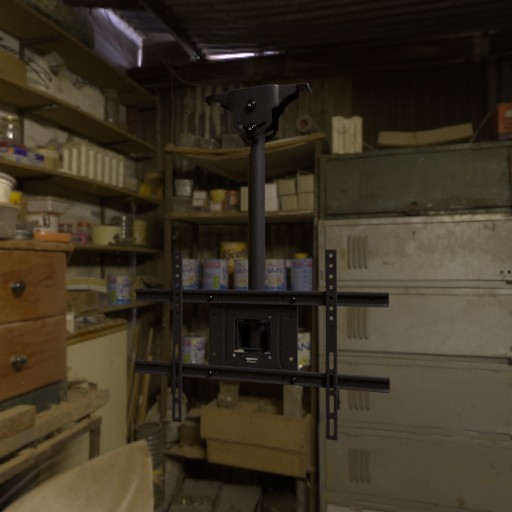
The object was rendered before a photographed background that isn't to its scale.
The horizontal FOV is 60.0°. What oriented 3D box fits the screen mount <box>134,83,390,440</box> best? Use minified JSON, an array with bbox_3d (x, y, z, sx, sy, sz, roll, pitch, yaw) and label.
[{"bbox_3d":[0.000,0.000,1.035,0.595,0.775,0.090,-1,-2,18],"label":"screen mount"}]
